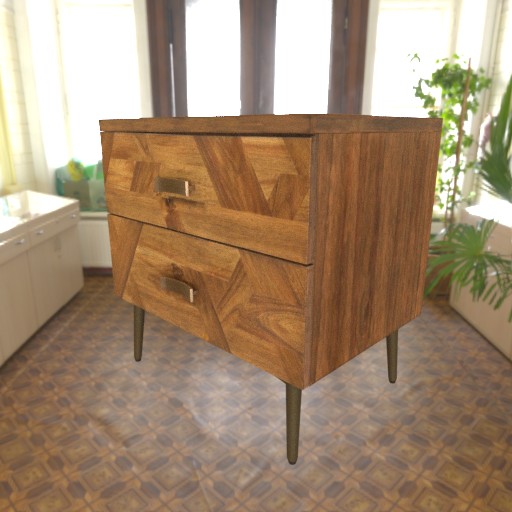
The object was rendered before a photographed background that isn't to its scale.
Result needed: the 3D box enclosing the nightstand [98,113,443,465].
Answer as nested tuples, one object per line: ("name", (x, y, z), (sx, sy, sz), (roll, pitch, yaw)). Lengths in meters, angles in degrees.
("nightstand", (0.000, 0.000, 1.028), (0.610, 0.610, 0.458), (15, 22, 42))
